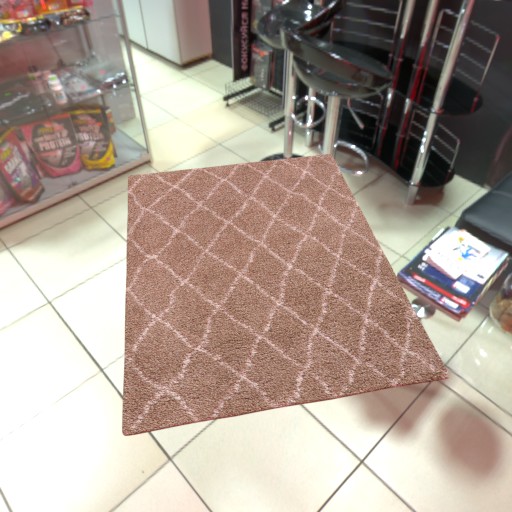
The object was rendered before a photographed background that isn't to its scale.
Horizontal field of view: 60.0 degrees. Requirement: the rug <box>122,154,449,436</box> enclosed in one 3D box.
[{"bbox_3d":[0.000,0.000,4.237,2.438,0.029,3.047,-8,47,-7],"label":"rug"}]
